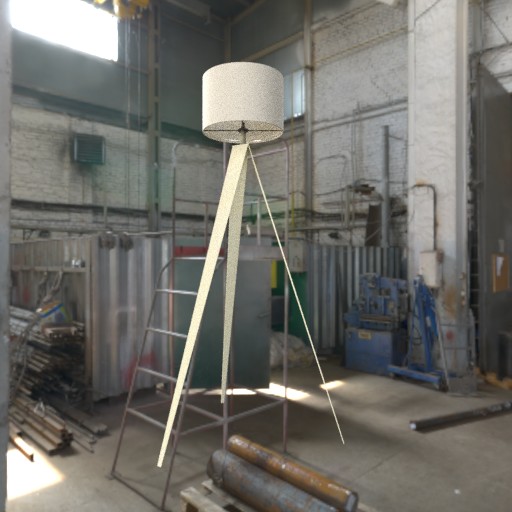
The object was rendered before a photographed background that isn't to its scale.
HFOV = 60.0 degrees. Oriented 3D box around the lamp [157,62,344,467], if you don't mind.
[{"bbox_3d":[0.000,0.000,1.963,0.716,1.524,0.724,0,-1,0],"label":"lamp"}]
